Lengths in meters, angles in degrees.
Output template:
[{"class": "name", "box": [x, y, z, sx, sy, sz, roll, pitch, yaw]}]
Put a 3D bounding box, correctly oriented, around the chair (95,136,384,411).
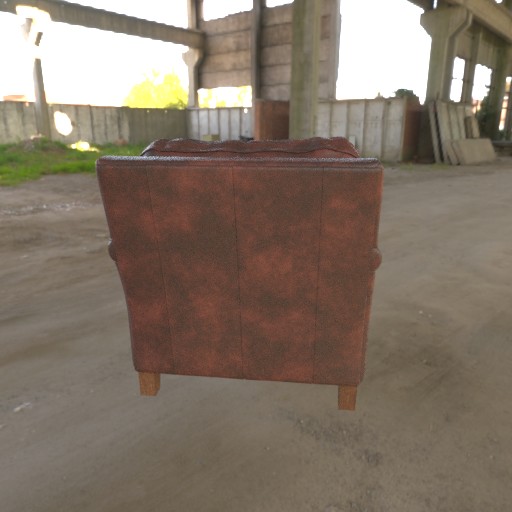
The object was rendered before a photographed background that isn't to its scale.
[{"class": "chair", "box": [0.000, 0.000, 2.001, 0.987, 1.051, 1.156, 2, 17, 7]}]
